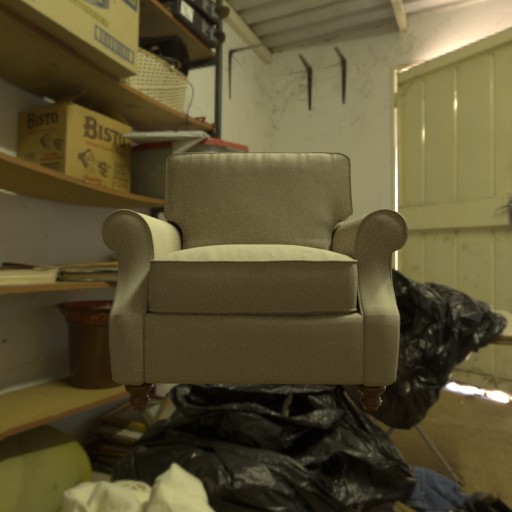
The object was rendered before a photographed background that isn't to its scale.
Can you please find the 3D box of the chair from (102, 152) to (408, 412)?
[{"bbox_3d":[0.000,0.000,1.785,1.029,0.967,0.966,0,0,1],"label":"chair"}]
